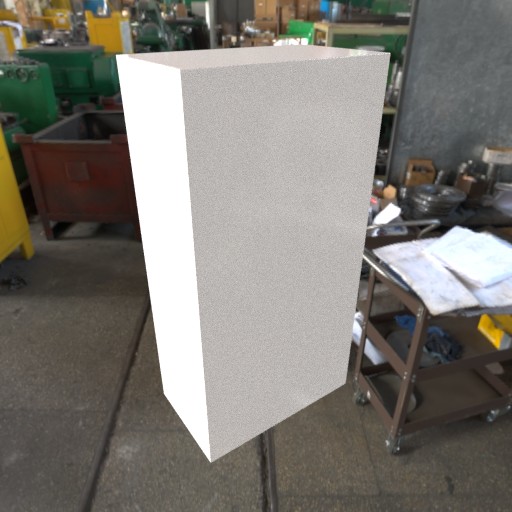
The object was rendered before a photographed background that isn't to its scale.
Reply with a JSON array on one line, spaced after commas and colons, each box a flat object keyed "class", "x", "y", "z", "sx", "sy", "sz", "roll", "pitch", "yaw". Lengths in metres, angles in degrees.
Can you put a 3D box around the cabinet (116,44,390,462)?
[{"class": "cabinet", "x": 0.000, "y": 0.000, "z": 2.305, "sx": 0.980, "sy": 1.920, "sz": 0.580, "roll": -19, "pitch": 35, "yaw": -30}]
